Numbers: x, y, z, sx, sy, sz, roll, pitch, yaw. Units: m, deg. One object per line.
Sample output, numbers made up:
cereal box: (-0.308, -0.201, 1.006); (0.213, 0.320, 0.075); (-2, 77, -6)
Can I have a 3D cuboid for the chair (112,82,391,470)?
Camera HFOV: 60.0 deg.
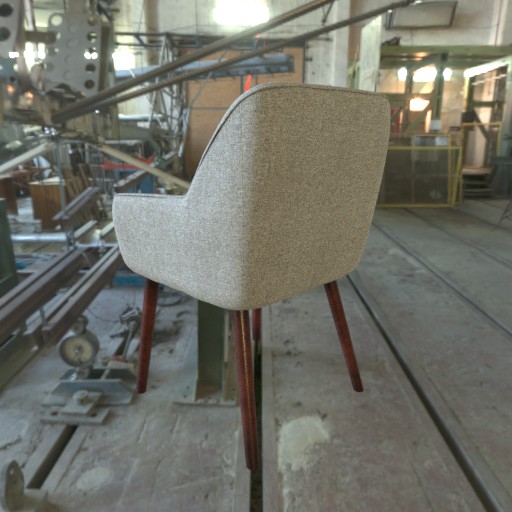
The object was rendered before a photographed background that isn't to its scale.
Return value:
chair: (0.000, 0.000, 1.163); (0.543, 0.803, 0.519); (-15, 22, -43)
